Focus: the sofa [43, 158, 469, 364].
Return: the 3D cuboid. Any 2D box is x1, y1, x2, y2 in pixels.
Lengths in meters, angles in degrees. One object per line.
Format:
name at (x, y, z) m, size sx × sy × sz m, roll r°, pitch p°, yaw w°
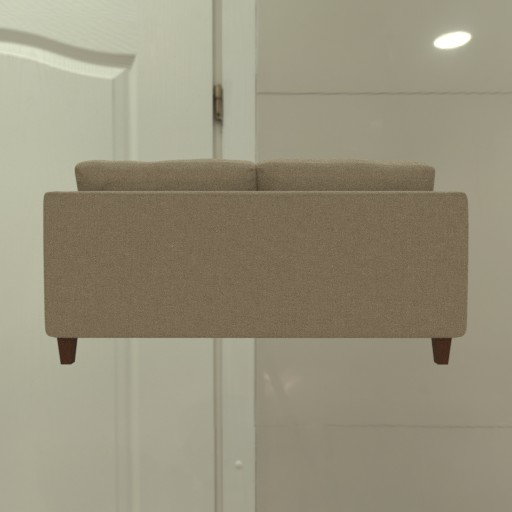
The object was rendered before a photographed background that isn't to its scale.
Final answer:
sofa at (0.000, 0.000, 2.392) m, size 1.884 × 0.947 × 0.951 m, roll 0°, pitch 1°, yaw 0°
